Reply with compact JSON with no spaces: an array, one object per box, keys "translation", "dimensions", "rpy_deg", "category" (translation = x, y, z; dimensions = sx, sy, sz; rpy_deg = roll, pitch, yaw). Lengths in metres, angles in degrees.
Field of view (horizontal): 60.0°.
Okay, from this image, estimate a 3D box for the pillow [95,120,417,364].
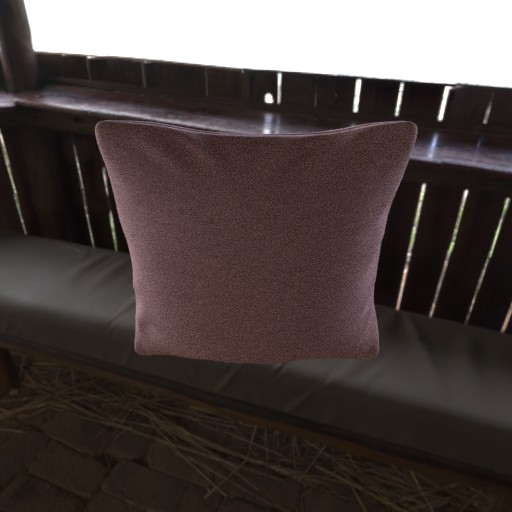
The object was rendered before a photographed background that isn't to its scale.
[{"translation":[0.000,0.000,0.690],"dimensions":[0.432,0.415,0.246],"rpy_deg":[1,30,1],"category":"pillow"}]
